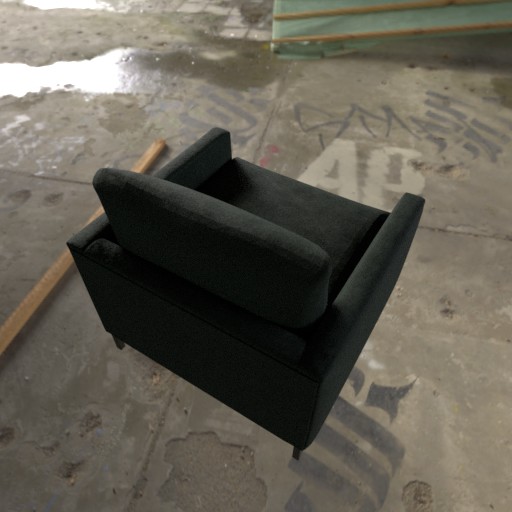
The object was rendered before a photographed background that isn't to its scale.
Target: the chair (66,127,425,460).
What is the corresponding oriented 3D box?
[{"bbox_3d":[0.000,0.000,1.655,0.963,0.861,0.866,24,51,21],"label":"chair"}]
